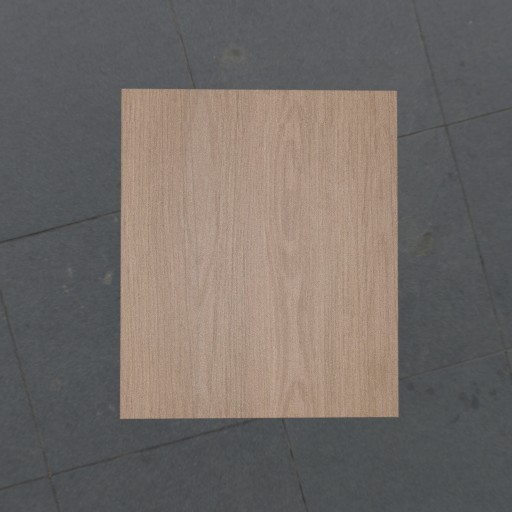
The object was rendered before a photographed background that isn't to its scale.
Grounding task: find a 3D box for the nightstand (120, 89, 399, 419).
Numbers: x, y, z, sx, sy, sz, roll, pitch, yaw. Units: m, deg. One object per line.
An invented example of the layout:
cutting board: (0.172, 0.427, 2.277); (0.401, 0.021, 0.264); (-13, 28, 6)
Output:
nightstand: (0.000, 0.000, 0.893); (0.380, 0.571, 0.450); (0, 89, -1)
